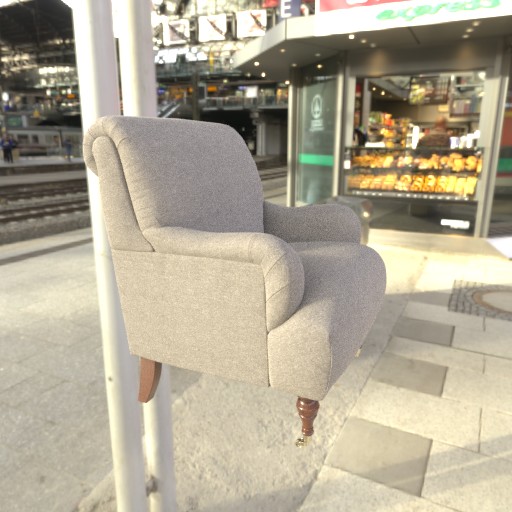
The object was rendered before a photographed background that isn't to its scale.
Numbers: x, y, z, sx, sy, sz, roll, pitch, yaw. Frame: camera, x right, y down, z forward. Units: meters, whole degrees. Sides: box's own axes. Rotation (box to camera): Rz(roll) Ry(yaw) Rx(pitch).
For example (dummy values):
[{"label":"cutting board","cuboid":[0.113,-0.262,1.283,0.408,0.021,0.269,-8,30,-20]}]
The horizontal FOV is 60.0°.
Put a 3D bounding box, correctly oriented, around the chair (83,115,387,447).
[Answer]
[{"label":"chair","cuboid":[0.000,0.000,1.566,0.843,0.942,0.766,7,16,25]}]
